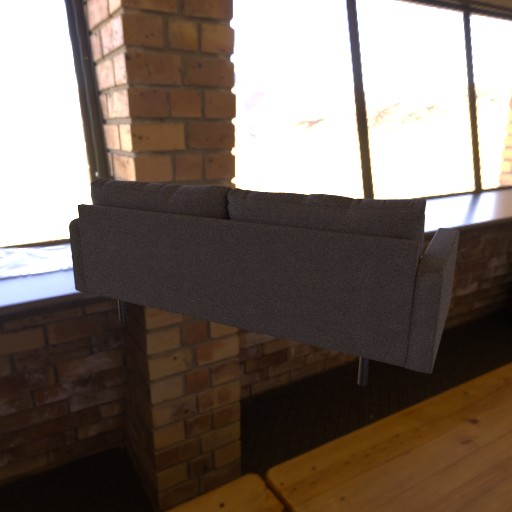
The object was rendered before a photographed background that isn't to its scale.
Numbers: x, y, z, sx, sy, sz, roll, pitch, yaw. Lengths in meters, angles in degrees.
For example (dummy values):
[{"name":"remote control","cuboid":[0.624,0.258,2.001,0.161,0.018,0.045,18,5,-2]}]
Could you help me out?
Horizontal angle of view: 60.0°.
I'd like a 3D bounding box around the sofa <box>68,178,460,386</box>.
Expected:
[{"name":"sofa","cuboid":[0.000,0.000,2.602,2.100,0.880,0.880,8,18,26]}]
